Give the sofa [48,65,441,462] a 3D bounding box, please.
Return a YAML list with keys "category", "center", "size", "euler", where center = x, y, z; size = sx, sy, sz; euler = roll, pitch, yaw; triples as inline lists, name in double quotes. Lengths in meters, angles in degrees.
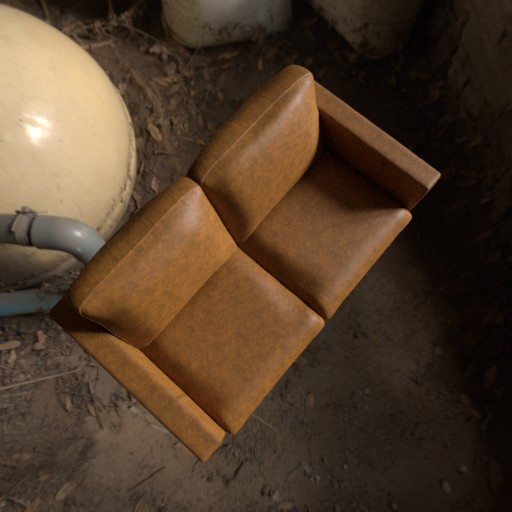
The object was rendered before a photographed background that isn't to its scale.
- category: "sofa"
  center: [0.000, 0.000, 2.093]
  size: [0.909, 0.951, 1.578]
  euler: [40, 79, 9]
